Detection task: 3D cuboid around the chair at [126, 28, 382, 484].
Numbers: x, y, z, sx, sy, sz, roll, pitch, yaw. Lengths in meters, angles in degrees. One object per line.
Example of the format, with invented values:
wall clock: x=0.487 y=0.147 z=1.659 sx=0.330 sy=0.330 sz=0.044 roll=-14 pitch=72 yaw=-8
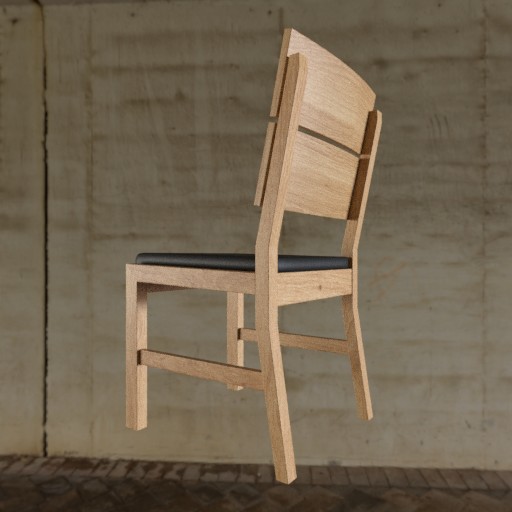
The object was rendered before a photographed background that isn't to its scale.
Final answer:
chair: x=0.000 y=0.000 z=1.262 sx=0.569 sy=0.950 sz=0.475 roll=0 pitch=0 yaw=36
